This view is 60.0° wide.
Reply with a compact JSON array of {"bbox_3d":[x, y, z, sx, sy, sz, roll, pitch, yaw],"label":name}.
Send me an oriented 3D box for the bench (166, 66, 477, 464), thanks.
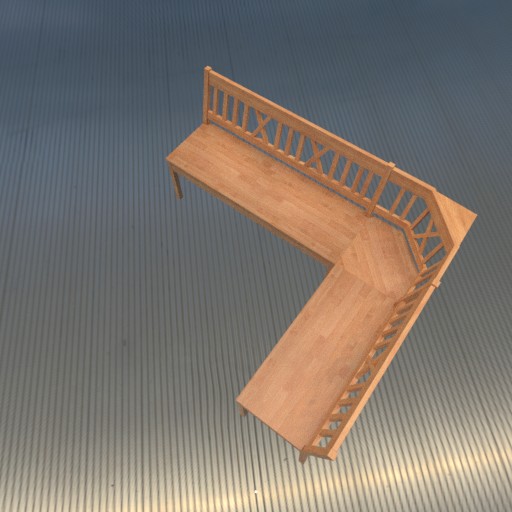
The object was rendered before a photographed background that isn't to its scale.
[{"bbox_3d":[0.000,0.000,2.781,1.937,0.902,1.537,33,67,16],"label":"bench"}]
